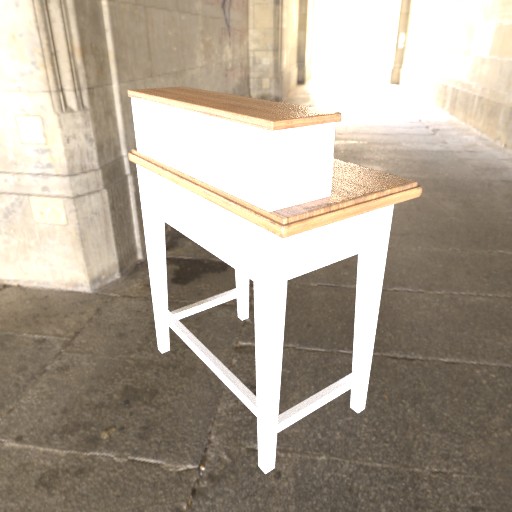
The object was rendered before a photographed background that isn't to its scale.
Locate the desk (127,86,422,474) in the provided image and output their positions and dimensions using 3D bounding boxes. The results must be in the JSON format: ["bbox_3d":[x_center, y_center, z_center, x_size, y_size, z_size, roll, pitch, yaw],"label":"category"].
[{"bbox_3d":[0.000,0.000,1.434,0.462,0.981,0.814,-18,31,-32],"label":"desk"}]
